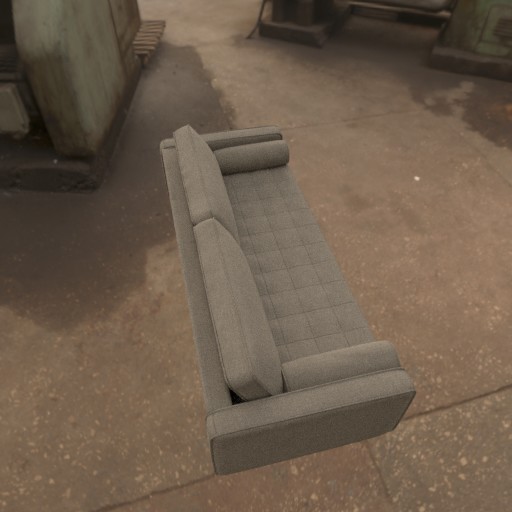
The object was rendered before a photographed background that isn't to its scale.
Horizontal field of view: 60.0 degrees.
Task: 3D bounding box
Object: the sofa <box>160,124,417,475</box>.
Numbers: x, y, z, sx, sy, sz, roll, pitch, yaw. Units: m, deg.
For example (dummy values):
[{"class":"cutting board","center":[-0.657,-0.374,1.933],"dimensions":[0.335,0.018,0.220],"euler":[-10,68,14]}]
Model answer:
[{"class":"sofa","center":[0.000,0.000,2.651],"dimensions":[0.914,0.762,2.211],"euler":[-10,47,-9]}]
